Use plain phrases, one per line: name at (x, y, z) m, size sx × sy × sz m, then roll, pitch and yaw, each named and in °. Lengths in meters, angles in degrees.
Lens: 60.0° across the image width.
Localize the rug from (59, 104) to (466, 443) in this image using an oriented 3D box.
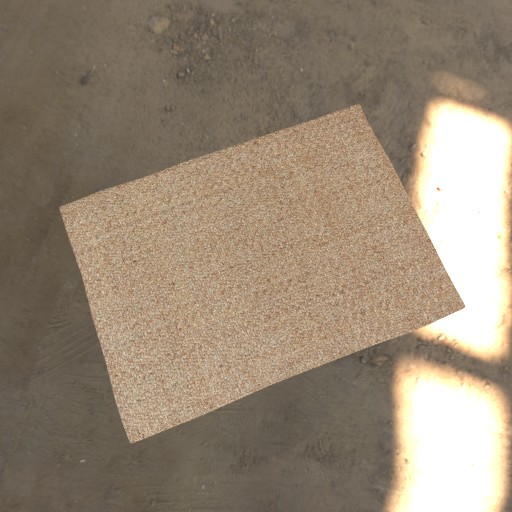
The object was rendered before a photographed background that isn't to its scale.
rug at (0.000, 0.000, 2.778) m, size 2.141 × 0.013 × 1.566 m, roll -21°, pitch 76°, yaw -6°
